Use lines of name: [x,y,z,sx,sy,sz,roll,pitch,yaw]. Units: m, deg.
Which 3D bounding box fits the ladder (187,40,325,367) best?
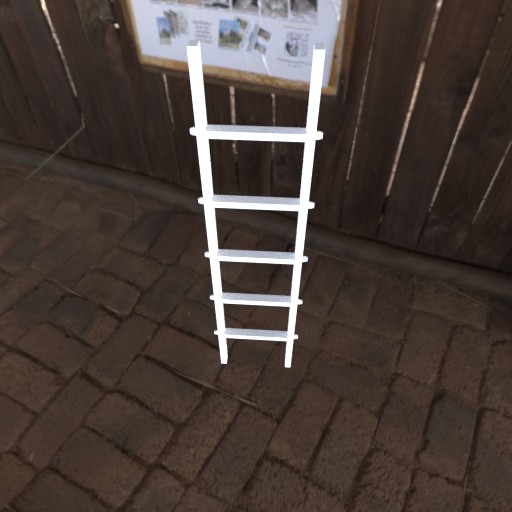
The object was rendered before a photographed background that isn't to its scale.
ladder: [0.000,0.000,1.951,0.452,1.797,0.051,3,46,3]
